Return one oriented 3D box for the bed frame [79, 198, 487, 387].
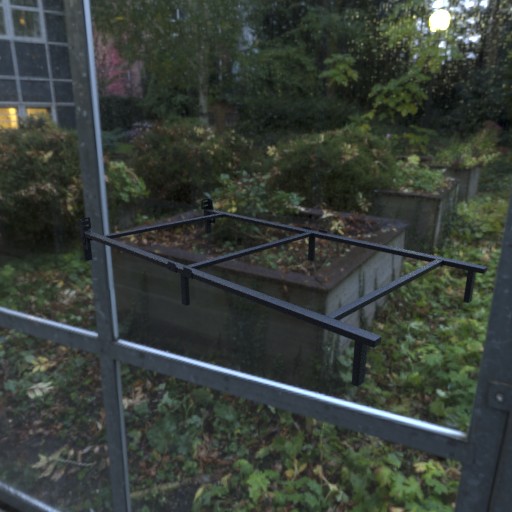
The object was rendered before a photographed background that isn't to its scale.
[{"bbox_3d":[0.000,0.000,2.258,1.897,0.248,0.968,16,23,42],"label":"bed frame"}]
